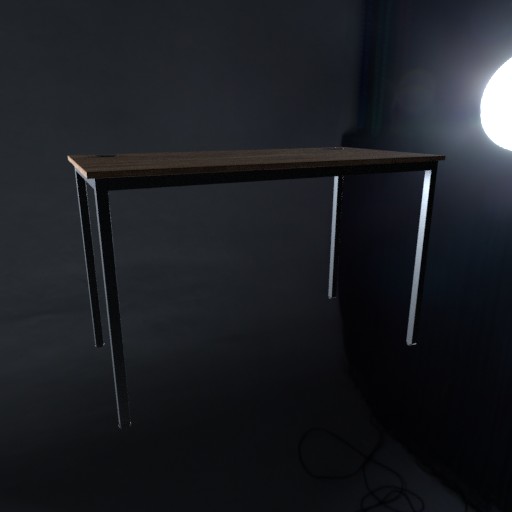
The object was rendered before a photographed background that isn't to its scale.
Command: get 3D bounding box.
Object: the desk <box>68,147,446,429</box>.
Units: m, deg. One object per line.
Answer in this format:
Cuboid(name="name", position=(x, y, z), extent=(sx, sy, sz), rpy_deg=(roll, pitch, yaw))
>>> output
Cuboid(name="desk", position=(0.000, 0.000, 1.680), extent=(1.200, 0.749, 0.600), rpy_deg=(-8, 19, -25))
